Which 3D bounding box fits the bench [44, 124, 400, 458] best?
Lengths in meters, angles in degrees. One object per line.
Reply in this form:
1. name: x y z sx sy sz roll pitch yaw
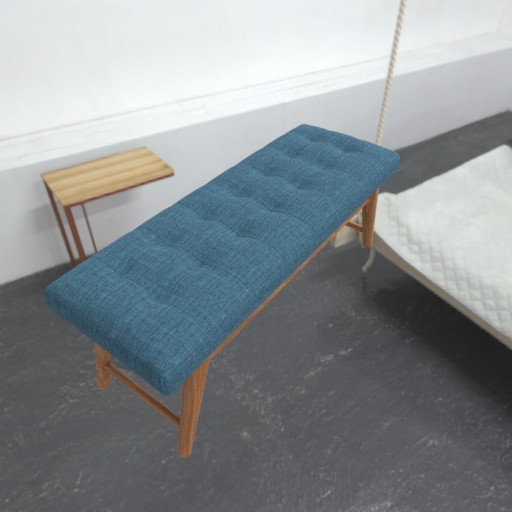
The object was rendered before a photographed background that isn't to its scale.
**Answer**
1. bench: 0.000 0.000 1.378 0.406 0.432 1.118 26 47 27
